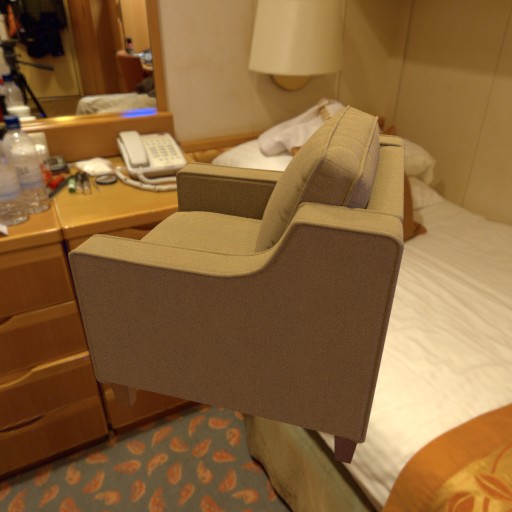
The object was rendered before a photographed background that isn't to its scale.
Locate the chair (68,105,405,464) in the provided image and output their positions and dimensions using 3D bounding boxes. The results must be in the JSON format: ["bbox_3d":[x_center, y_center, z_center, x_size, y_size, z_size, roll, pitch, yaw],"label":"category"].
[{"bbox_3d":[0.000,0.000,1.568,0.909,0.960,0.831,8,31,14],"label":"chair"}]
